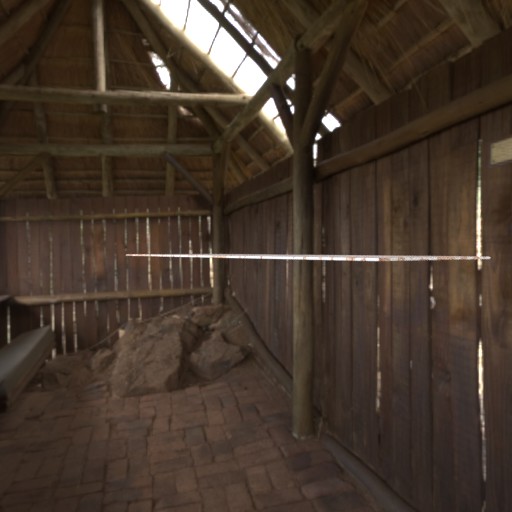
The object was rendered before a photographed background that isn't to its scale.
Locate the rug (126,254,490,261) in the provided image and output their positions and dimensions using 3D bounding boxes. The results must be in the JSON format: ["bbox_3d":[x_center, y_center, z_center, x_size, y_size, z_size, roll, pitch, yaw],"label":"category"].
[{"bbox_3d":[0.000,0.000,2.684,0.750,0.011,2.435,0,1,-36],"label":"rug"}]
